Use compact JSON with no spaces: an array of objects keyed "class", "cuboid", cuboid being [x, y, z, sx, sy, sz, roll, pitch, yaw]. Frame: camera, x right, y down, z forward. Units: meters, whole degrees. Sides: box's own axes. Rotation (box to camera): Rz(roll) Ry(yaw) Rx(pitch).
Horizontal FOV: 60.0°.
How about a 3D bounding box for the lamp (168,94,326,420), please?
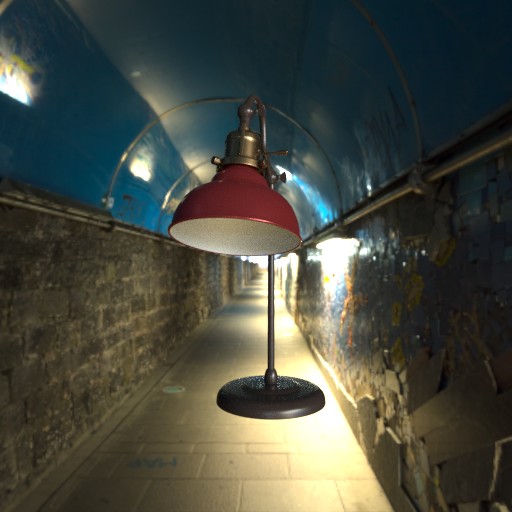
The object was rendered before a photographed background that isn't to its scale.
[{"class":"lamp","cuboid":[0.000,0.000,0.699,0.192,0.508,0.374,0,-1,17]}]
